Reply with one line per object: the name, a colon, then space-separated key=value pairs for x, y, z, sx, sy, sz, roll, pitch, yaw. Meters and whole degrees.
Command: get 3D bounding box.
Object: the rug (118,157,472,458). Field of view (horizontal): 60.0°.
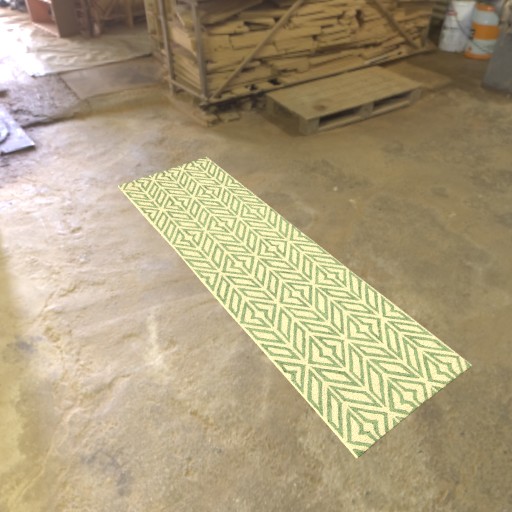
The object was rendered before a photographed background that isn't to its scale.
rug: x=0.000 y=0.000 z=2.650 sx=0.750 sy=0.009 sz=2.435 roll=-25 pitch=47 yaw=-26
